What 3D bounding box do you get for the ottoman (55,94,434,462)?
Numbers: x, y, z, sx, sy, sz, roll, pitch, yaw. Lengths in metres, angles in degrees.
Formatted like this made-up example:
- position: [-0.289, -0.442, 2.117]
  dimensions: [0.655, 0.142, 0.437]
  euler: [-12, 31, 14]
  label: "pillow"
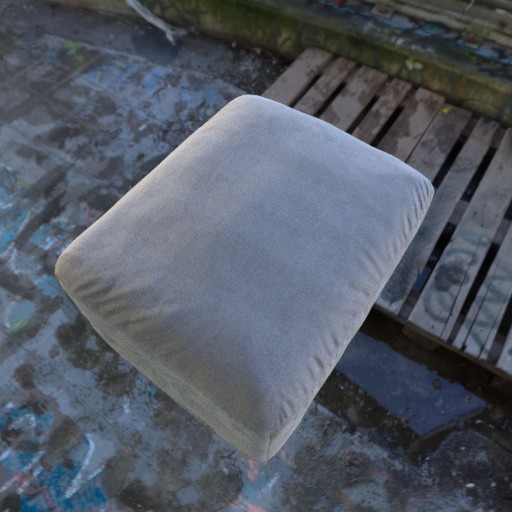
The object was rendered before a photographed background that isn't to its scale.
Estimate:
- position: [0.000, 0.000, 1.246]
  dimensions: [0.683, 0.481, 0.837]
  euler: [32, 64, 17]
  label: "ottoman"
